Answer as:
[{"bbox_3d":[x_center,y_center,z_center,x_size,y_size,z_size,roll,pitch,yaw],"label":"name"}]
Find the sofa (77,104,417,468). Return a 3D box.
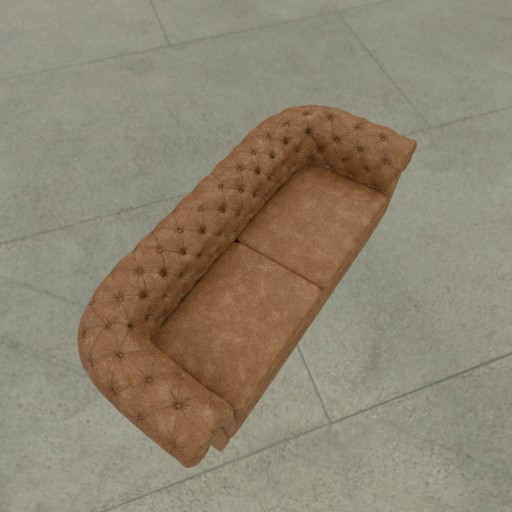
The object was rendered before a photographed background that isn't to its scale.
[{"bbox_3d":[0.000,0.000,2.775,0.989,0.760,2.365,31,63,18],"label":"sofa"}]
